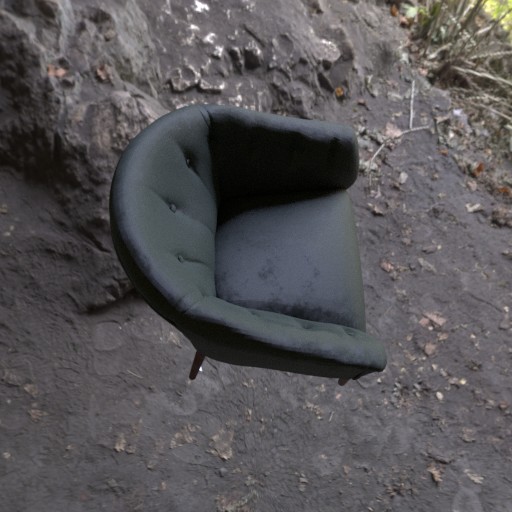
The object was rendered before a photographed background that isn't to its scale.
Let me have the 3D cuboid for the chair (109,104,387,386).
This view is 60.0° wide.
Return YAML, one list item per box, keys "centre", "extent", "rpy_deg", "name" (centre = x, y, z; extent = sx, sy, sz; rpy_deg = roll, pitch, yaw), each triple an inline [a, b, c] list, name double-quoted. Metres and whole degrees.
- centre: [0.000, 0.000, 1.519]
  extent: [0.776, 0.885, 0.851]
  rpy_deg: [0, 64, 0]
  name: "chair"
